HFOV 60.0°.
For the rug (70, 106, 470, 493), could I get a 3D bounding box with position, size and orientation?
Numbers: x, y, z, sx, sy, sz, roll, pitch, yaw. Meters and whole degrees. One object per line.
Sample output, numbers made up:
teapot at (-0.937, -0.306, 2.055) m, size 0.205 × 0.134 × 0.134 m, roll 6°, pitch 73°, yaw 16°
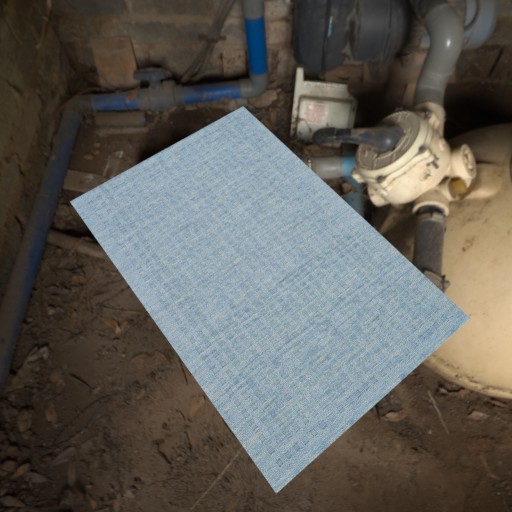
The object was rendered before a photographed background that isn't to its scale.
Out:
rug at (0.000, 0.000, 2.901) m, size 1.522 × 0.006 × 2.286 m, roll -34°, pitch 67°, yaw -17°
